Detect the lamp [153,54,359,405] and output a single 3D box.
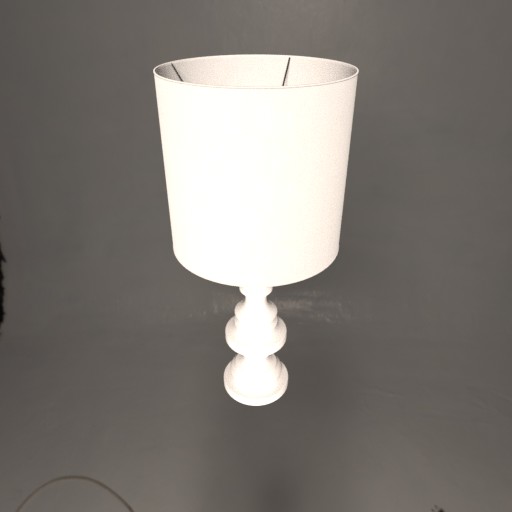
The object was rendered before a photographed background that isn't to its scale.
[{"bbox_3d":[0.000,0.000,0.576,0.208,0.455,0.208,2,31,3],"label":"lamp"}]
